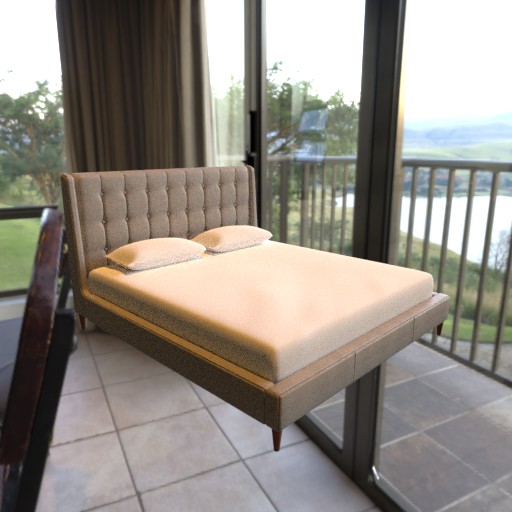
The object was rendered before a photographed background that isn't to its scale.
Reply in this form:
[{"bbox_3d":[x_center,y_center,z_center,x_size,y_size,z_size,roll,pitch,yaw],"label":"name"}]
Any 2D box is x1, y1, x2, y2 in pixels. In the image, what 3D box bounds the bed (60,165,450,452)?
[{"bbox_3d":[0.000,0.000,3.549,2.342,1.289,2.062,14,19,43],"label":"bed"}]
